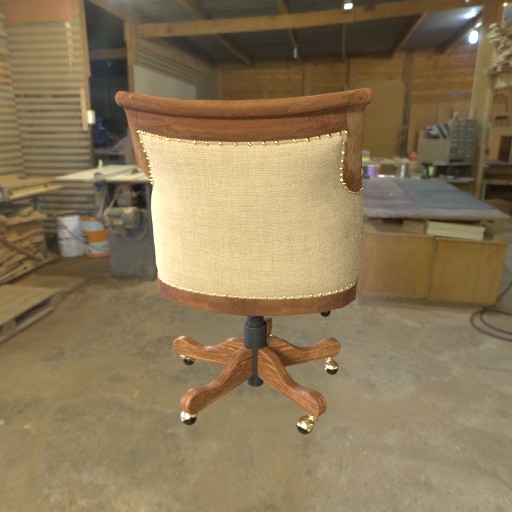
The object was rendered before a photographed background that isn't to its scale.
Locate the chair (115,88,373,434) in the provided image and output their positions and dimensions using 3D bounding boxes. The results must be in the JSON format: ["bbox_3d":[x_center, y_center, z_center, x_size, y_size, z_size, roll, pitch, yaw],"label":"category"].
[{"bbox_3d":[0.000,0.000,1.422,0.656,0.965,0.689,3,17,9],"label":"chair"}]
